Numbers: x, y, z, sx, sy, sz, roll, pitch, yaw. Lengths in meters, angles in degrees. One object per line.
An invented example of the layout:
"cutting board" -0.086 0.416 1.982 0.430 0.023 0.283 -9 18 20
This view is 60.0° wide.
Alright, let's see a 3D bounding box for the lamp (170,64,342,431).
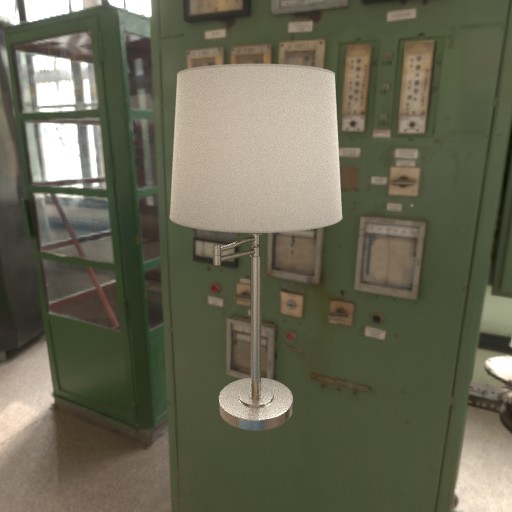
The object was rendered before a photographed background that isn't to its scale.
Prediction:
"lamp" 0.000 0.000 0.891 0.333 0.696 0.333 0 15 0
